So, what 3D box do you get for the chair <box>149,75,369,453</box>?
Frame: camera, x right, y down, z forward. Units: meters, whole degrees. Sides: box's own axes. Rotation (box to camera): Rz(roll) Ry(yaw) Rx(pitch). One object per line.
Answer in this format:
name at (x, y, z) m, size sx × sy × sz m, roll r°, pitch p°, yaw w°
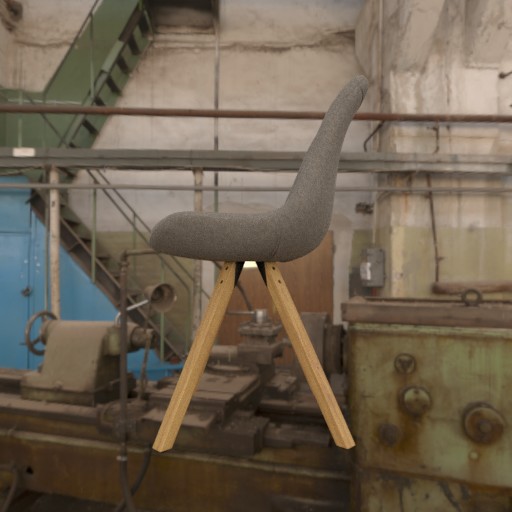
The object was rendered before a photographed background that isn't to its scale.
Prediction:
chair at (0.000, 0.000, 1.187) m, size 0.550 × 0.865 × 0.483 m, roll 0°, pitch -1°, yaw 0°
